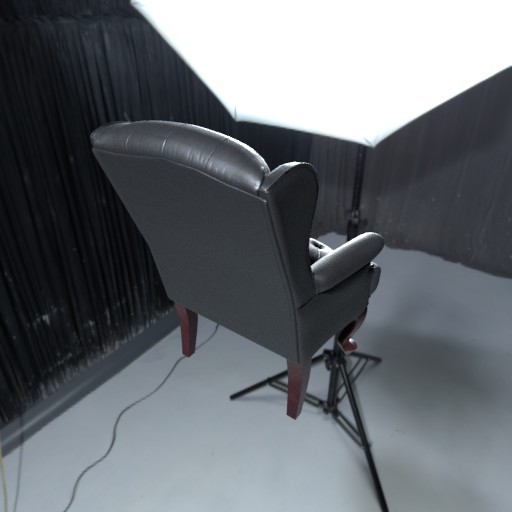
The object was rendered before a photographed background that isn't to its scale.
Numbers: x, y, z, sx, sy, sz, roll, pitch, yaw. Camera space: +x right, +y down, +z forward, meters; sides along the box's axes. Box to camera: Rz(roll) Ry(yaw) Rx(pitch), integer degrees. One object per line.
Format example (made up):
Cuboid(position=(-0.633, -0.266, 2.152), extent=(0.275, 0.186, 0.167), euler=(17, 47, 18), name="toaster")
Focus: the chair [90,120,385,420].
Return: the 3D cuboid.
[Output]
Cuboid(position=(0.000, 0.000, 1.701), extent=(0.831, 1.133, 0.822), euler=(21, 37, 31), name="chair")
